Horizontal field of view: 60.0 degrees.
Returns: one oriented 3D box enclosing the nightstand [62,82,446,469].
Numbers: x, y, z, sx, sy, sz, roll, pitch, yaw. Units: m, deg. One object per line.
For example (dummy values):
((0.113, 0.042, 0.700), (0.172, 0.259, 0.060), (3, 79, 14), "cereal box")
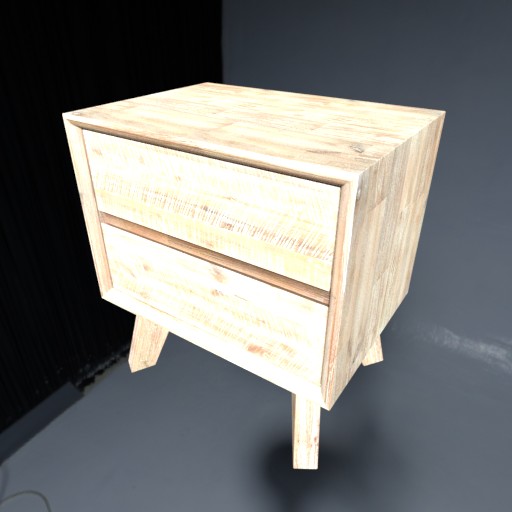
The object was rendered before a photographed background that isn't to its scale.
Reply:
((0.000, 0.000, 0.933), (0.552, 0.589, 0.396), (19, 35, 29), "nightstand")
